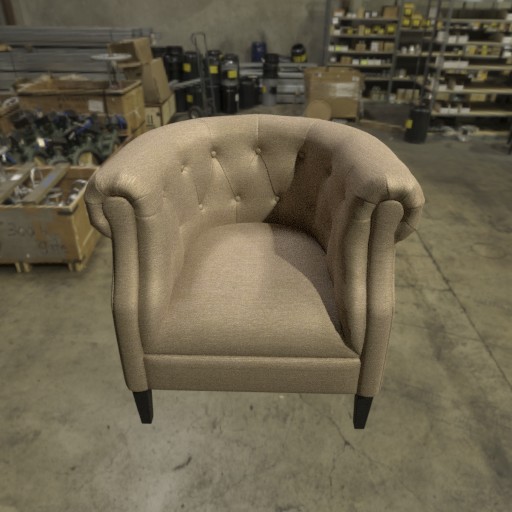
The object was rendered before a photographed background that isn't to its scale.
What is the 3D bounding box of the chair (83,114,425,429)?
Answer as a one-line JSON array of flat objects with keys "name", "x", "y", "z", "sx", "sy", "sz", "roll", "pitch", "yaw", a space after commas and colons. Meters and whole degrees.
[{"name": "chair", "x": 0.000, "y": 0.000, "z": 1.563, "sx": 0.905, "sy": 0.827, "sz": 0.852, "roll": 1, "pitch": 30, "yaw": 1}]
